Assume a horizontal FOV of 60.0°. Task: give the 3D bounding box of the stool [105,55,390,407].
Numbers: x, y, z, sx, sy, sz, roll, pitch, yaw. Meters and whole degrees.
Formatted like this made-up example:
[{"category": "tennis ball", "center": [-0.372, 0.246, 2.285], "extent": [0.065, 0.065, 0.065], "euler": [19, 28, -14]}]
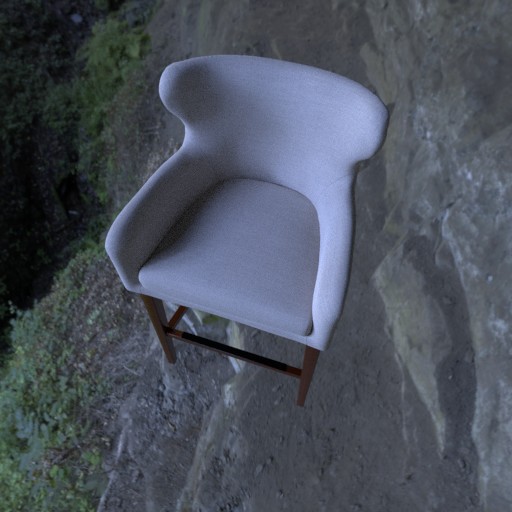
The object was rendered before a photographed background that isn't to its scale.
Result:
[{"category": "stool", "center": [0.000, 0.000, 1.362], "extent": [0.556, 1.034, 0.563], "euler": [16, 59, 10]}]
